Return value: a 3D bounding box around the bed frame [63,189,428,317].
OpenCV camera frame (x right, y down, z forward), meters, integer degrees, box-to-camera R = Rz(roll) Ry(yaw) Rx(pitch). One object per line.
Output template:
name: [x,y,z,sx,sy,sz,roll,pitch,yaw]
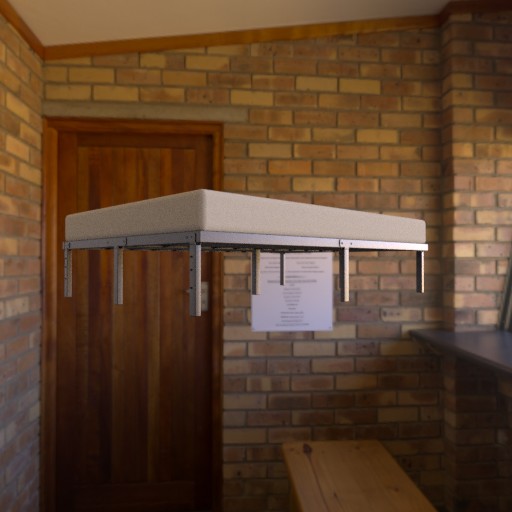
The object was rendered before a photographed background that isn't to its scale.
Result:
bed frame: [0.000,0.000,3.900,2.842,0.680,2.205,1,-1,-37]
